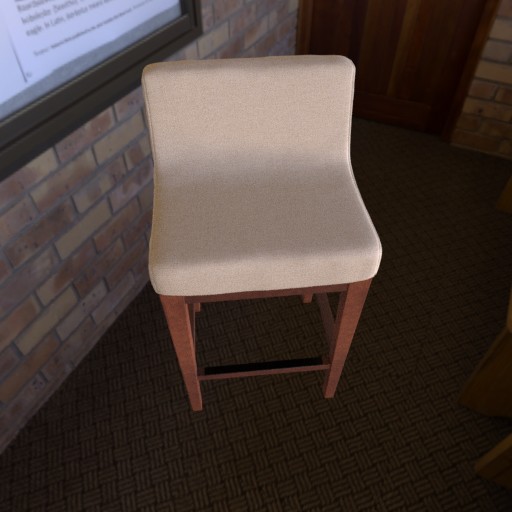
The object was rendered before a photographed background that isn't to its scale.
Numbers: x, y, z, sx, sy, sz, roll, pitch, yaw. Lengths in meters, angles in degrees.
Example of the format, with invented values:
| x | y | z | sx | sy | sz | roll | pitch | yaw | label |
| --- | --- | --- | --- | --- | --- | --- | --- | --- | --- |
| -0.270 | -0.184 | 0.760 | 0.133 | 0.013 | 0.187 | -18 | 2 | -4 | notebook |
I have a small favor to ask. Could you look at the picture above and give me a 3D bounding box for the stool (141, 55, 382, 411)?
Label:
| x | y | z | sx | sy | sz | roll | pitch | yaw | label |
| --- | --- | --- | --- | --- | --- | --- | --- | --- | --- |
| 0.000 | 0.000 | 1.255 | 0.511 | 0.937 | 0.500 | -4 | 47 | -4 | stool |
